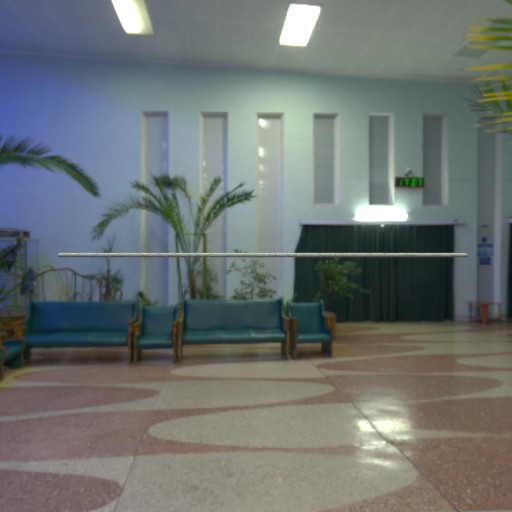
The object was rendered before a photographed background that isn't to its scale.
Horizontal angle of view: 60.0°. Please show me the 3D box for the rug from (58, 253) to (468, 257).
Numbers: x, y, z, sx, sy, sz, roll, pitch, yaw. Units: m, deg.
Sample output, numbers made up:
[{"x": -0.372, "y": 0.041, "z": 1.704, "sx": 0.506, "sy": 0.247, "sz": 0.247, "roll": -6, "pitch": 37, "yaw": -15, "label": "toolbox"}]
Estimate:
[{"x": 0.000, "y": 0.000, "z": 2.709, "sx": 1.526, "sy": 0.015, "sz": 2.132, "roll": 0, "pitch": 0, "yaw": -2, "label": "rug"}]
